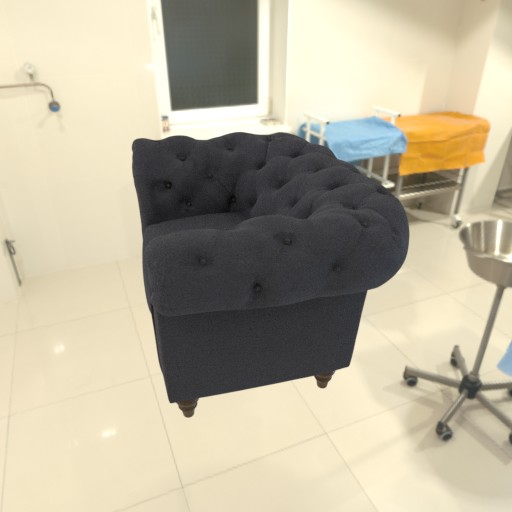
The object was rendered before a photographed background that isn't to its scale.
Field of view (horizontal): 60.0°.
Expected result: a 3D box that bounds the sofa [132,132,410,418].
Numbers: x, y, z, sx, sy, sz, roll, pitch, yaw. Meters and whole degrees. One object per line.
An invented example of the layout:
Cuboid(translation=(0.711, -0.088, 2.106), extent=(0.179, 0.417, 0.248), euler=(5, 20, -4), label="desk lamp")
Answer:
Cuboid(translation=(0.000, 0.000, 2.060), extent=(1.032, 0.878, 1.405), euler=(-8, 30, -14), label="sofa")
